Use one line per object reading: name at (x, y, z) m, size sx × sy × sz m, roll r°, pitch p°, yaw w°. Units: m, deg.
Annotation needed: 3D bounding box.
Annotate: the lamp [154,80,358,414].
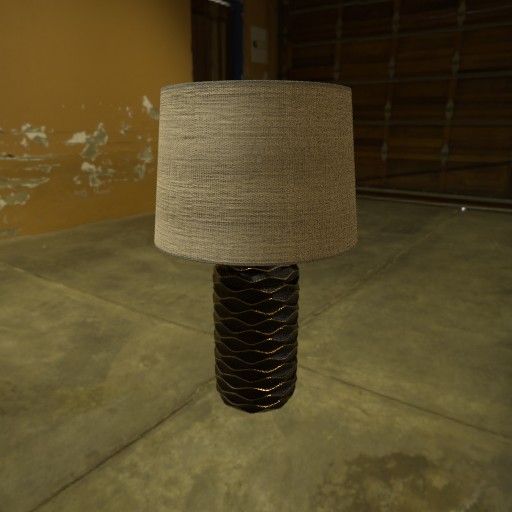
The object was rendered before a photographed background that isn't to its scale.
lamp at (0.000, 0.000, 0.849) m, size 0.376 × 0.594 × 0.376 m, roll 0°, pitch 16°, yaw 0°
